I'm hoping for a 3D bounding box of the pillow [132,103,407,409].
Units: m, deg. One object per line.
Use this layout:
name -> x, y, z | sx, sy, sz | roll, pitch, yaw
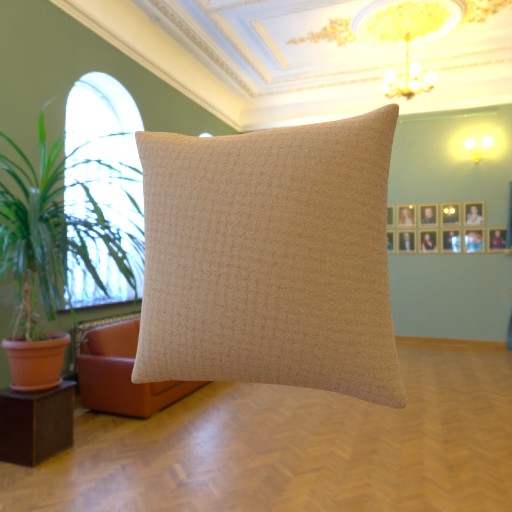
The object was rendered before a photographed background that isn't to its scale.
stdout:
pillow -> 0.000, 0.000, 0.652 | 0.419, 0.407, 0.173 | 0, -1, 19
